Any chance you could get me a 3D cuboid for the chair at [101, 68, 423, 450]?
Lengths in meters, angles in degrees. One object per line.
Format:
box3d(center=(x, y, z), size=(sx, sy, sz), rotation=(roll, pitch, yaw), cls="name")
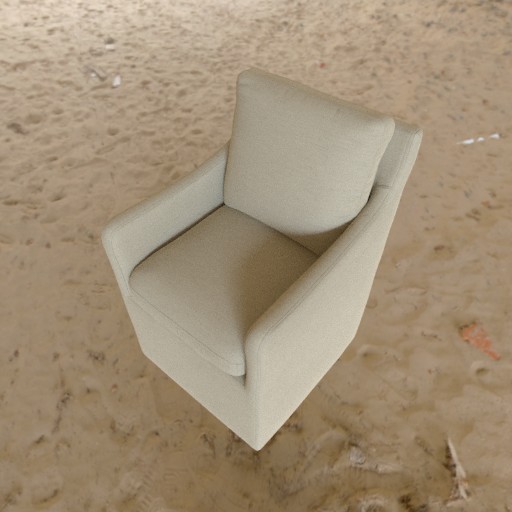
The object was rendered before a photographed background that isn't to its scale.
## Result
box3d(center=(0.000, 0.000, 1.389), size=(0.626, 0.914, 0.694), rotation=(31, 53, 27), cls="chair")
